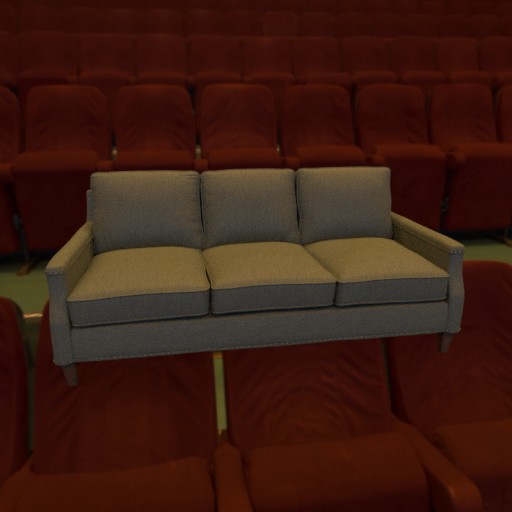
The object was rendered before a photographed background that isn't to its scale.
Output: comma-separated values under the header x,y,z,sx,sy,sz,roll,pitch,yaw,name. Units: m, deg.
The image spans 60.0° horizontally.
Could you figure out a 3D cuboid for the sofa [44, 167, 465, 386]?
x,y,z,sx,sy,sz,roll,pitch,yaw,name
0.000,0.000,2.781,2.246,1.003,1.084,-3,18,-9,sofa
